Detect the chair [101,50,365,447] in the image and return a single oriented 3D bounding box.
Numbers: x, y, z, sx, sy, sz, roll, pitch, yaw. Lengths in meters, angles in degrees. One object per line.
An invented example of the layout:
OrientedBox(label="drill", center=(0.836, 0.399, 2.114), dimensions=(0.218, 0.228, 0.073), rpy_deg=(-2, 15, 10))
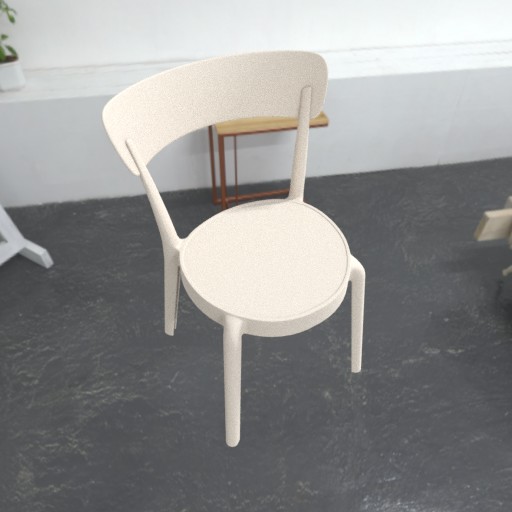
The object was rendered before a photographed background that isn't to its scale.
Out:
OrientedBox(label="chair", center=(0.000, 0.000, 1.097), dimensions=(0.506, 0.790, 0.491), rpy_deg=(-24, 51, -21))
